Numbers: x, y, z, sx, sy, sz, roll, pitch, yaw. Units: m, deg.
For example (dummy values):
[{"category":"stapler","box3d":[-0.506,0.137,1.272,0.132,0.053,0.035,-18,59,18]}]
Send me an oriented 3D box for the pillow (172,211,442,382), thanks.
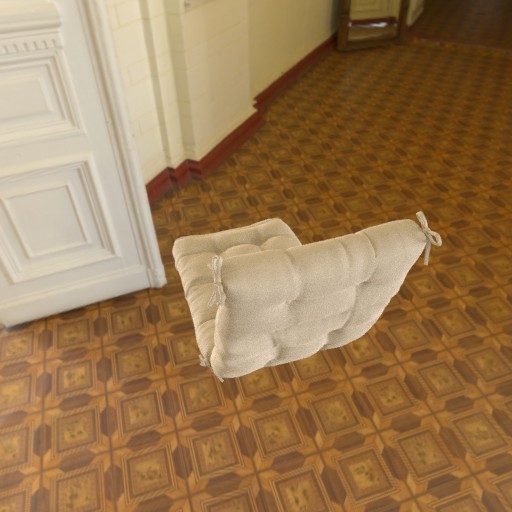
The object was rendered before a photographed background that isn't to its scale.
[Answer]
[{"category":"pillow","box3d":[0.000,0.000,1.506,0.526,0.863,1.016,-13,44,-13]}]
